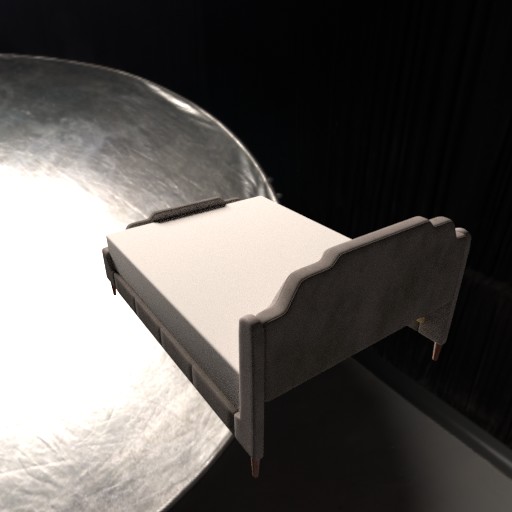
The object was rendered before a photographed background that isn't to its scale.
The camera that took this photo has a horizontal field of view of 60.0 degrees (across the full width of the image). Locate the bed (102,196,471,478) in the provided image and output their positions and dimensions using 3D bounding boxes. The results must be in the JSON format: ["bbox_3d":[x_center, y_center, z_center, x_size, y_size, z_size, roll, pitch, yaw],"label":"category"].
[{"bbox_3d":[0.000,0.000,3.362,1.676,1.245,2.340,-19,33,-31],"label":"bed"}]
